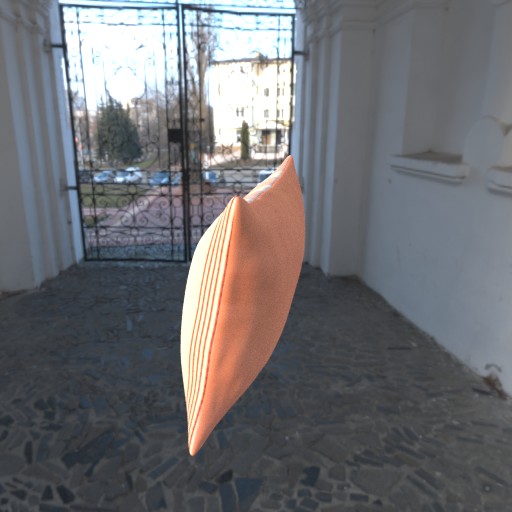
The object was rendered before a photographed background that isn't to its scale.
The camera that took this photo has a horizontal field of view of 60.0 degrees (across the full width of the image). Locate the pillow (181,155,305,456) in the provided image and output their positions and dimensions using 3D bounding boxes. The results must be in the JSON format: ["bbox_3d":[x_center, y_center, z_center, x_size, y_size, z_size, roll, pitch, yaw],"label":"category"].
[{"bbox_3d":[0.000,0.000,0.731,0.156,0.292,0.608,2,16,9],"label":"pillow"}]
